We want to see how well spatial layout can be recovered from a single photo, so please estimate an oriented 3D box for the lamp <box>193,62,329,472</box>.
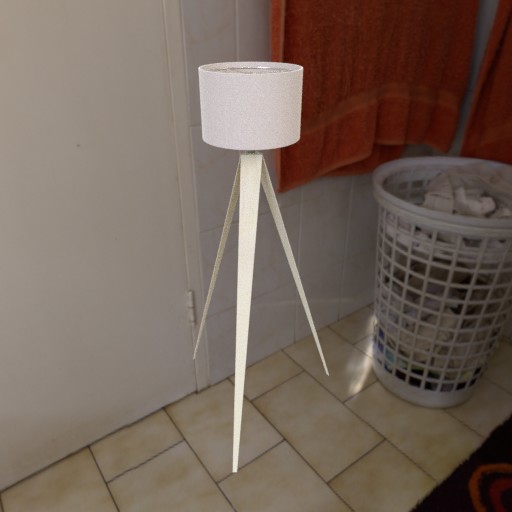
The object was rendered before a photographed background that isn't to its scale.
[{"bbox_3d":[0.000,0.000,1.915,0.716,1.524,0.724,-18,34,-29],"label":"lamp"}]
